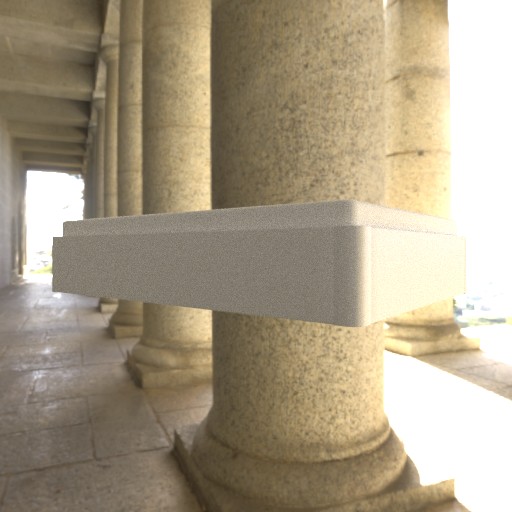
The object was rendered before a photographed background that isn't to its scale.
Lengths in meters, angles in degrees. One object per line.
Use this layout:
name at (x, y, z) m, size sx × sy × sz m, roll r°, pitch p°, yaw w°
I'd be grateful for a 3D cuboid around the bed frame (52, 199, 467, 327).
bed frame at (0.000, 0.000, 2.490) m, size 1.900 × 0.406 × 1.400 m, roll 1°, pitch 1°, yaw 38°
